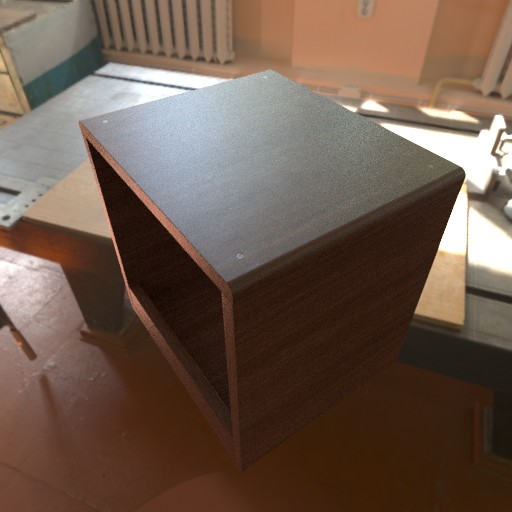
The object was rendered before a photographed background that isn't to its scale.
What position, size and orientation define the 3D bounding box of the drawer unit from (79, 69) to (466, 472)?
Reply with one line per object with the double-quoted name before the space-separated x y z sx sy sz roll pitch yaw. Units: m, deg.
"drawer unit" 0.000 0.000 0.620 0.290 0.351 0.349 -26 49 -25
